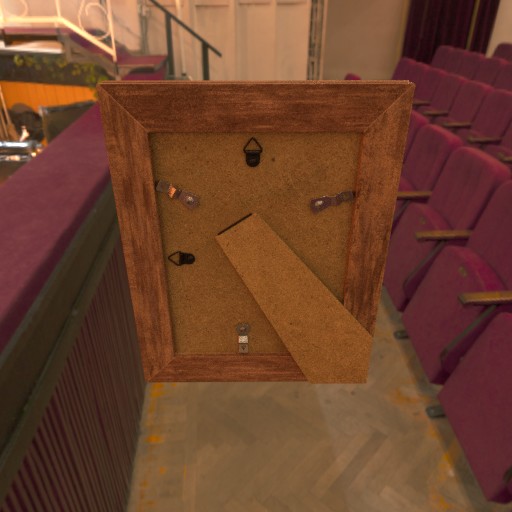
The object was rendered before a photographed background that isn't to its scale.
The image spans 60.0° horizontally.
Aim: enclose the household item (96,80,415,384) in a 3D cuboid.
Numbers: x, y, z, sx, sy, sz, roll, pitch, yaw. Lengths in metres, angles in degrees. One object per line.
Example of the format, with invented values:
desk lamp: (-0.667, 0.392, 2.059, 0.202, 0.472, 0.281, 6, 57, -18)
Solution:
household item: (0.000, 0.000, 0.321, 0.186, 0.237, 0.018, 0, 30, 0)
